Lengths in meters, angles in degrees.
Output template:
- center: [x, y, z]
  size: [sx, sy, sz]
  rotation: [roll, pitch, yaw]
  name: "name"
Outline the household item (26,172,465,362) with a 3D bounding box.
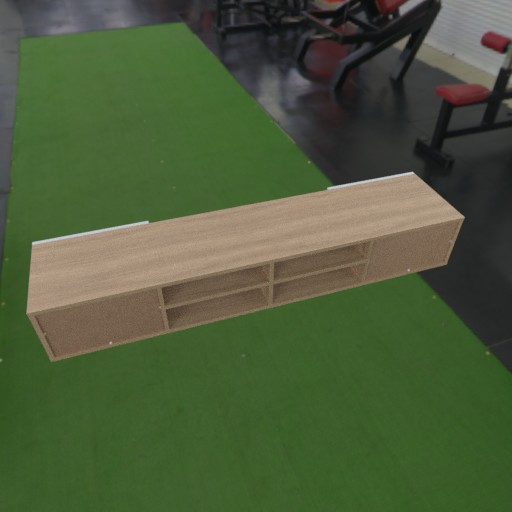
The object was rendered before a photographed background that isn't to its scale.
- center: [0.000, 0.000, 2.040]
  size: [1.850, 0.310, 0.420]
  rotation: [-12, 43, -14]
  name: "household item"
